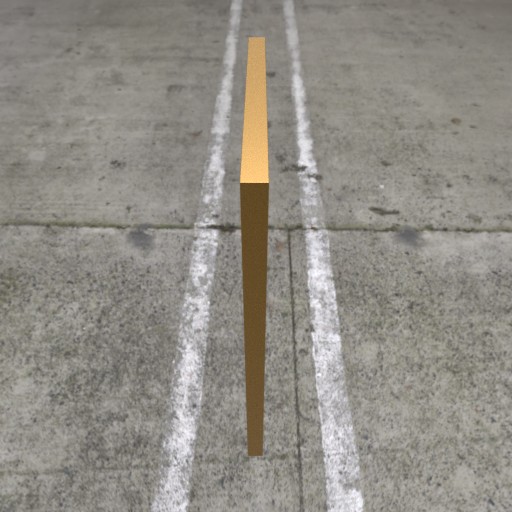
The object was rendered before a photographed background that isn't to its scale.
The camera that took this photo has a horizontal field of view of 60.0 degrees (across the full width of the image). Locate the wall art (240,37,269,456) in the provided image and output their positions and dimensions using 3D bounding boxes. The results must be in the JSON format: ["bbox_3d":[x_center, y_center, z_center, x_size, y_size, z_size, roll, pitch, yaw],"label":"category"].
[{"bbox_3d":[0.000,0.000,1.072,0.038,0.812,0.610,0,42,0],"label":"wall art"}]
